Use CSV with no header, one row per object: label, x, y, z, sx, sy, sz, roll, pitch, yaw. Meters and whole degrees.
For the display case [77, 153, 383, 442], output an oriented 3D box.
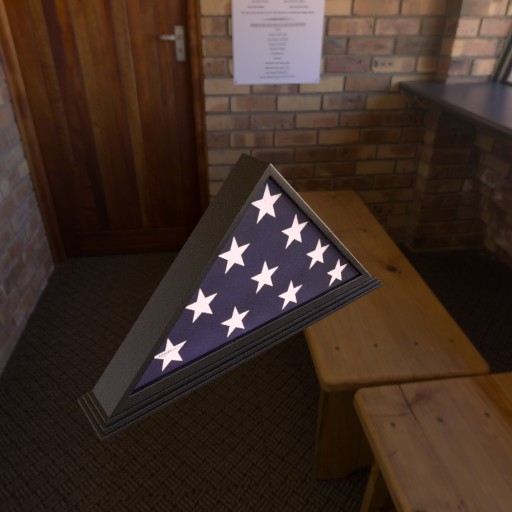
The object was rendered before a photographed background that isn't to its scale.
display case,0.000,0.000,0.751,0.640,0.340,0.095,-22,37,-33
